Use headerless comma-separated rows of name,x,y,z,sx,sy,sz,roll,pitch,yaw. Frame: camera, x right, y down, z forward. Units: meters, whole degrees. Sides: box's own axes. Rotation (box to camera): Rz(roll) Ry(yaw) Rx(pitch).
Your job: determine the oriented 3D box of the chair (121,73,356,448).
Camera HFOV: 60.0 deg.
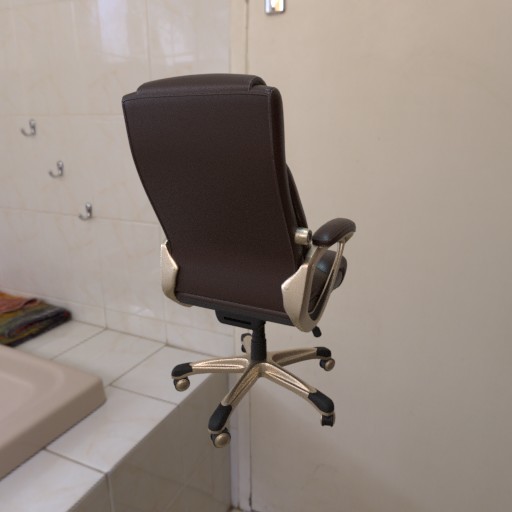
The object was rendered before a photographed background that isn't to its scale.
chair,0.000,0.000,1.646,0.692,1.194,0.749,8,18,26
